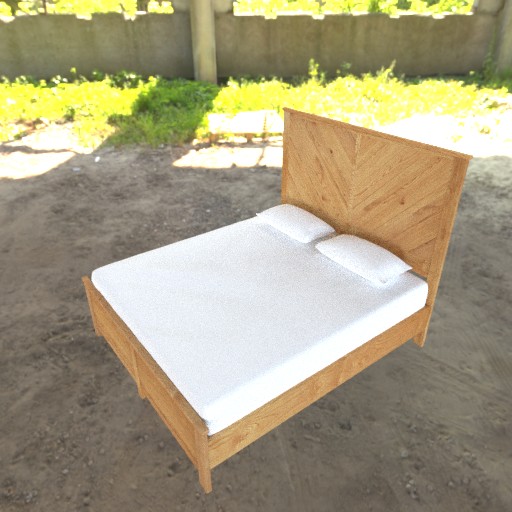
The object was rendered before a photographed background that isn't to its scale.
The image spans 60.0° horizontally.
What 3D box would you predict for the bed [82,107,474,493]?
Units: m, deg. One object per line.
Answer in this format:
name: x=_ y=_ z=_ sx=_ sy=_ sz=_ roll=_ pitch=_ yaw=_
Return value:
bed: x=0.000 y=0.000 z=4.011 sx=2.530 sy=1.938 sz=2.225 roll=-21 pitch=36 yaw=-32
